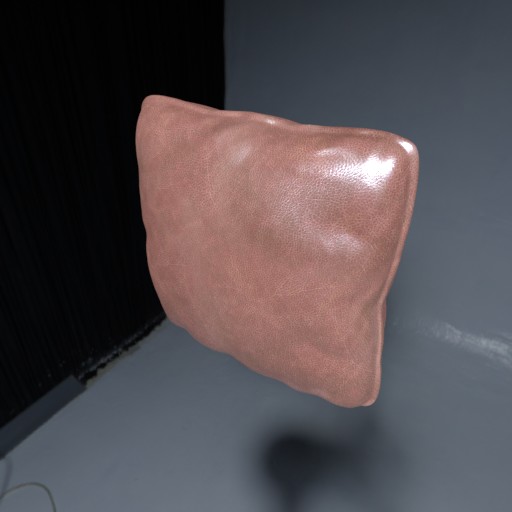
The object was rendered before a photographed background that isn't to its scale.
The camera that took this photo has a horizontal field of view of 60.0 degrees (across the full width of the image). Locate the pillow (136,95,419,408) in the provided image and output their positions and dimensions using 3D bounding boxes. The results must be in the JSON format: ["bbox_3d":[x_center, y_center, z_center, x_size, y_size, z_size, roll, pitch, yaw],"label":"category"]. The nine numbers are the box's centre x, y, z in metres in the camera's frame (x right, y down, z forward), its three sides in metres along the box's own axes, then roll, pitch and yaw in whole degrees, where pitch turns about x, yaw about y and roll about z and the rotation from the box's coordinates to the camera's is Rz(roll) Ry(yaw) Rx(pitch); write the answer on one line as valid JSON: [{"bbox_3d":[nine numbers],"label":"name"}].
[{"bbox_3d":[0.000,0.000,0.824,0.532,0.523,0.236,19,36,29],"label":"pillow"}]
